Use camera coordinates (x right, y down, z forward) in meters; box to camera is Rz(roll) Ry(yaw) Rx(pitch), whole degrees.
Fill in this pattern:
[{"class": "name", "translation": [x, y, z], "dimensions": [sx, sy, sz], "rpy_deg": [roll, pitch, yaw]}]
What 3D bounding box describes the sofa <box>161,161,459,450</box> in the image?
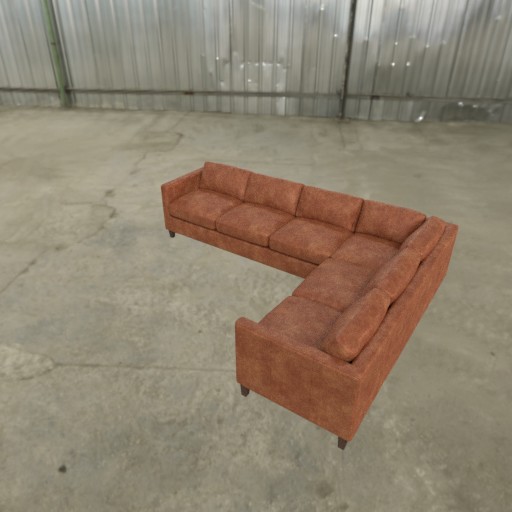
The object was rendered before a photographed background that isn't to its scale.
[{"class": "sofa", "translation": [0.000, 0.000, 4.350], "dimensions": [3.167, 0.838, 2.438], "rpy_deg": [19, 36, 29]}]
